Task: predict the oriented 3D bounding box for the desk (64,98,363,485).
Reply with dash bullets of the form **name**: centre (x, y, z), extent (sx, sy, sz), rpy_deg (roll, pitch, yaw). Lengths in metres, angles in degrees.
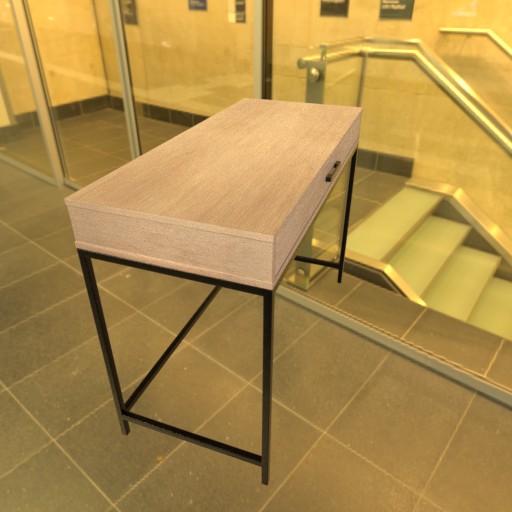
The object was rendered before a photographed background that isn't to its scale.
- **desk**: centre (0.000, 0.000, 1.452), extent (0.470, 0.762, 1.016), rpy_deg (11, 33, 17)
